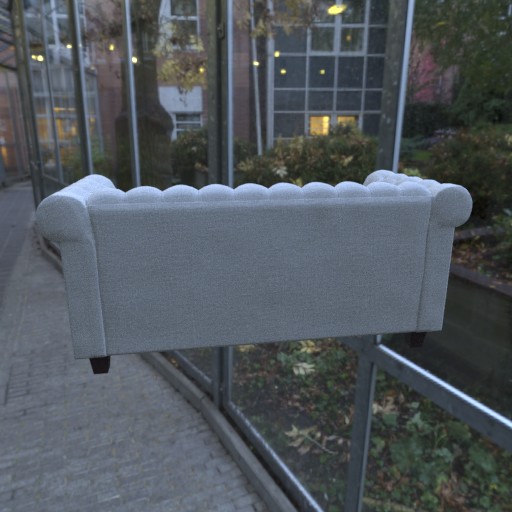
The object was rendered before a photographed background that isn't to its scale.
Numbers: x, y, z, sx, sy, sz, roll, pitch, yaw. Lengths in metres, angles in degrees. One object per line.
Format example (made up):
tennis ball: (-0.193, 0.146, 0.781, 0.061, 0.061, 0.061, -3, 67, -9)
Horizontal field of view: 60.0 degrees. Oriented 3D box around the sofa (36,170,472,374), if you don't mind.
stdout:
sofa: (0.000, 0.000, 2.238, 1.798, 0.797, 0.783, -3, 16, -9)
